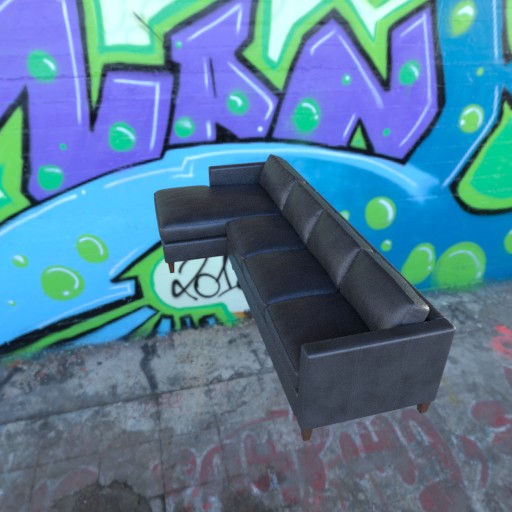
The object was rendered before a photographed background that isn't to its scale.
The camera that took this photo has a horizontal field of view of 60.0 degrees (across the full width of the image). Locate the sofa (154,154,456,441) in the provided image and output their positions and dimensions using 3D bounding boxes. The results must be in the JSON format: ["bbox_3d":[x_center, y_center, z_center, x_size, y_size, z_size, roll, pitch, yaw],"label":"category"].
[{"bbox_3d":[0.000,0.000,3.884,1.581,0.883,3.203,-8,31,-13],"label":"sofa"}]
